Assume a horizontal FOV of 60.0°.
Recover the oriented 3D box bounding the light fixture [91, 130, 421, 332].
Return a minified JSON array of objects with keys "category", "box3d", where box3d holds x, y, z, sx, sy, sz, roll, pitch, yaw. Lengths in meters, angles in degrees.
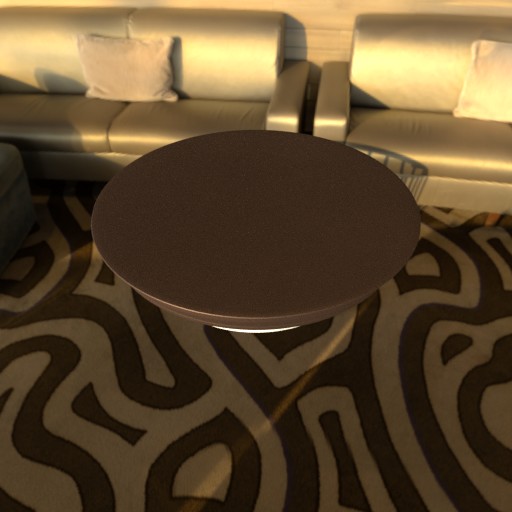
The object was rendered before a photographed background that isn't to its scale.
[{"category":"light fixture","box3d":[0.000,0.000,0.434,0.280,0.135,0.280,0,40,0]}]
